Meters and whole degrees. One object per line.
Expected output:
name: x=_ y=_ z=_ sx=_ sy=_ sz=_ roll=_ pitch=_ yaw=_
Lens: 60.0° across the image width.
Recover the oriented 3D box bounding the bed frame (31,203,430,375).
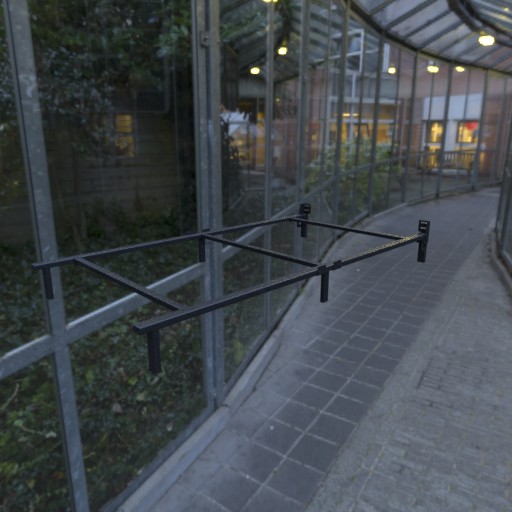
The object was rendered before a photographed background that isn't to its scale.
bed frame: x=0.000 y=0.000 z=2.313 sx=1.897 sy=0.248 sz=0.968 roll=-14 pitch=21 yaw=-42
